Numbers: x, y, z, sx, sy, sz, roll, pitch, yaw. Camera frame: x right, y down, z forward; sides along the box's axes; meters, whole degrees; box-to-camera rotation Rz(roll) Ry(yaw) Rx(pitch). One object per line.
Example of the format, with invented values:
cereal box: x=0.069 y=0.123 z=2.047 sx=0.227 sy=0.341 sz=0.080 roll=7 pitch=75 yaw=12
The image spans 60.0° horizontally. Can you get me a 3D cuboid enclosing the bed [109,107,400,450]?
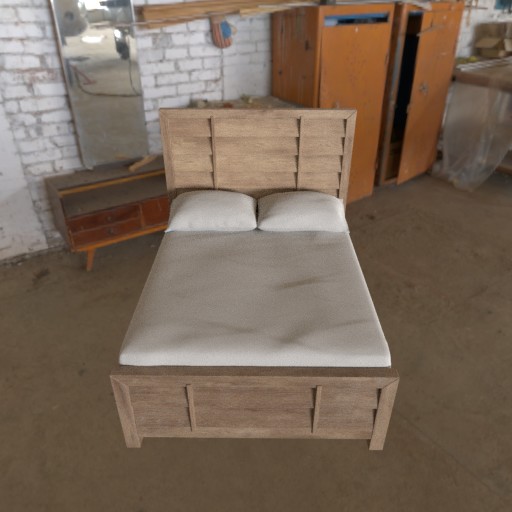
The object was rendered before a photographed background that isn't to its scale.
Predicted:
bed: x=0.000 y=0.000 z=3.222 sx=1.615 sy=1.631 sz=2.017 roll=0 pitch=32 yaw=1
